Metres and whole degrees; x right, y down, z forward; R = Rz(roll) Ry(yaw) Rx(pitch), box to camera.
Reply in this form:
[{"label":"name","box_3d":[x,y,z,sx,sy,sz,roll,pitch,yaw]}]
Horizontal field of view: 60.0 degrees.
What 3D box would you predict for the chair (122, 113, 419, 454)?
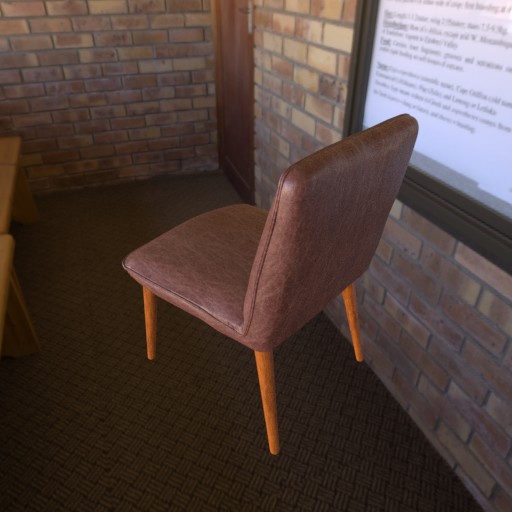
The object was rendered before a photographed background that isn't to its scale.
[{"label":"chair","box_3d":[0.000,0.000,1.245,0.645,0.803,0.543,22,39,30]}]
